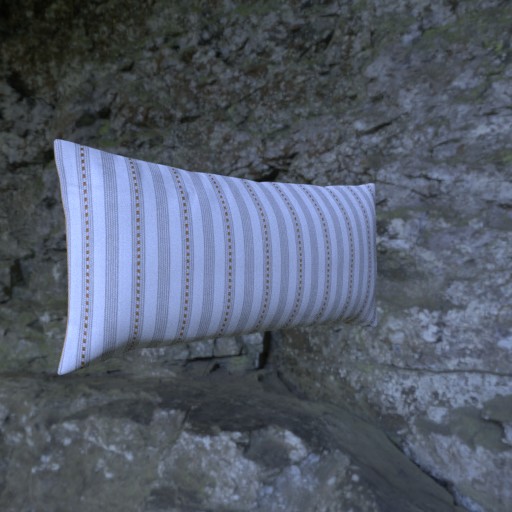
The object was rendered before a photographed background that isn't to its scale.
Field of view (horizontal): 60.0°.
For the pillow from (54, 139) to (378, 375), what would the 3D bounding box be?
[{"bbox_3d":[0.000,0.000,0.722,0.608,0.291,0.151,0,1,-36],"label":"pillow"}]
